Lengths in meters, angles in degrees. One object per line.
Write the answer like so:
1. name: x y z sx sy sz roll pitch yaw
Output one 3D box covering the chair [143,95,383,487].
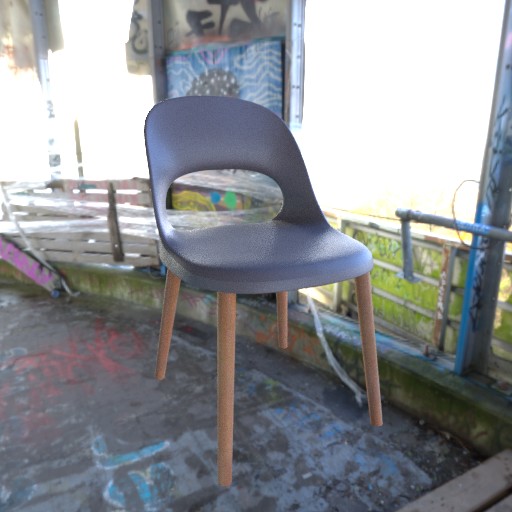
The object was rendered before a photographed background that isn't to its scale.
1. chair: 0.000 0.000 1.115 0.470 0.795 0.556 -8 18 -27
